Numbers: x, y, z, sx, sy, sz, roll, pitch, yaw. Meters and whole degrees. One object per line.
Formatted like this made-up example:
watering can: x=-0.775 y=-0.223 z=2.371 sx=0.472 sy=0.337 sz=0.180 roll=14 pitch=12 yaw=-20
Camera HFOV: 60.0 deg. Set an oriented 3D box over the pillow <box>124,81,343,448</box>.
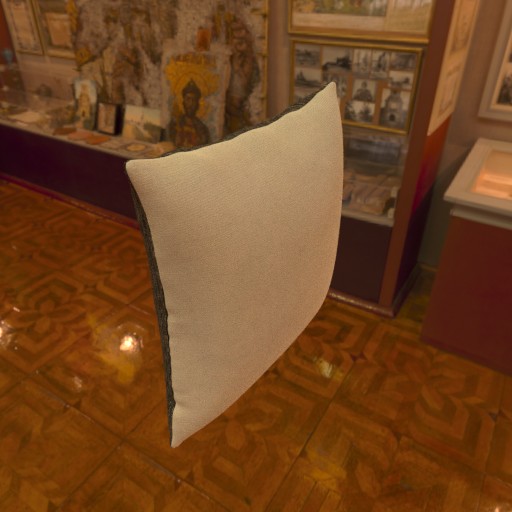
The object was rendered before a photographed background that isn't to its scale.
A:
pillow: x=0.000 y=0.000 z=0.672 sx=0.196 sy=0.434 sz=0.433 roll=20 pitch=38 yaw=28
